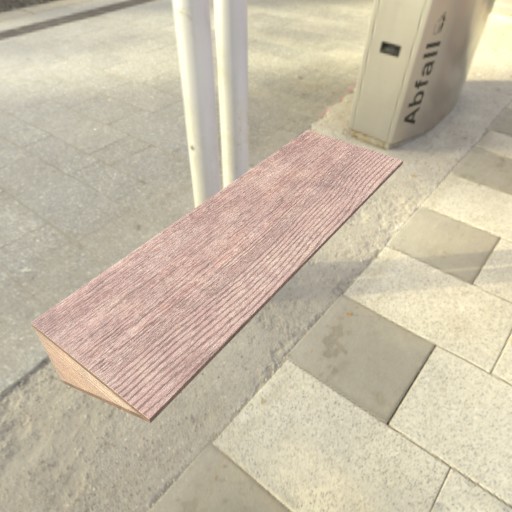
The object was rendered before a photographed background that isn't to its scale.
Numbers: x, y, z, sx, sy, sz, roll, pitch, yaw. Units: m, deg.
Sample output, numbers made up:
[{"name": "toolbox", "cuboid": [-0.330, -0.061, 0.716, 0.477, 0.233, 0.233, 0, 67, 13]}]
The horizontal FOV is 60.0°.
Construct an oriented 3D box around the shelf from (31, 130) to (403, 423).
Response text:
[{"name": "shelf", "cuboid": [0.000, 0.000, 0.694, 0.200, 0.125, 0.610, 27, 49, 26]}]
